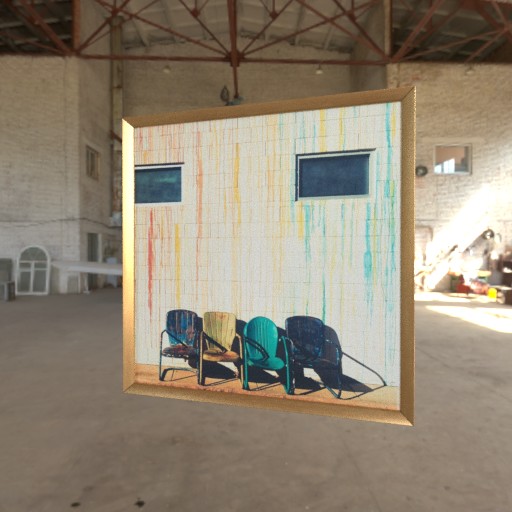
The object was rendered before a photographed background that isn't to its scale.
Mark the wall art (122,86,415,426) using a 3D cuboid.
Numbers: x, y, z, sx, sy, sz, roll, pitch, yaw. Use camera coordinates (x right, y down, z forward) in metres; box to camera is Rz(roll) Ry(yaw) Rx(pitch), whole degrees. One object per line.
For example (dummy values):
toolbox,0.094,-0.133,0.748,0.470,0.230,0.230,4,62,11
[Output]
wall art,0.000,0.000,0.449,0.302,0.302,0.019,0,1,18
